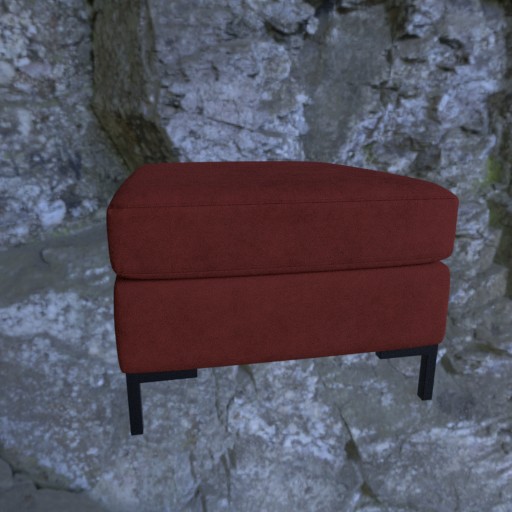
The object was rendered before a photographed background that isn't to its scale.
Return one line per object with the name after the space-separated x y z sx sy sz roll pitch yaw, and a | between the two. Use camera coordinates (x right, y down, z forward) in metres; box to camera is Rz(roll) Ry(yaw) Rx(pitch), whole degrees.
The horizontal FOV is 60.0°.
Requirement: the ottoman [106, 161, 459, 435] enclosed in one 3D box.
0.000 0.000 1.161 0.650 0.462 0.782 -3 16 -11 | ottoman
